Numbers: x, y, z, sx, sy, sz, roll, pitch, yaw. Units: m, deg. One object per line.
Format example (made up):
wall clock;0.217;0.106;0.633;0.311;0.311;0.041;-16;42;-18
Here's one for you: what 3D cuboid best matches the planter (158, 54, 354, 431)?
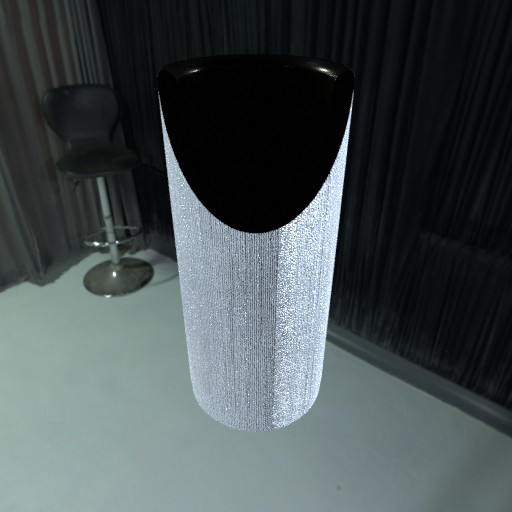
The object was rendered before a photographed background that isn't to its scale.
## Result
planter;0.000;0.000;0.130;0.045;0.103;0.045;21;38;30
